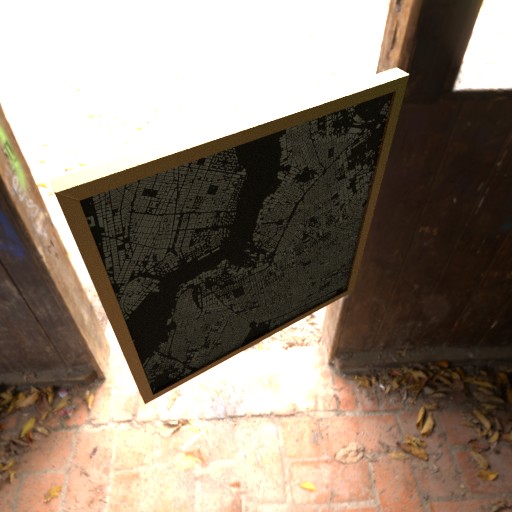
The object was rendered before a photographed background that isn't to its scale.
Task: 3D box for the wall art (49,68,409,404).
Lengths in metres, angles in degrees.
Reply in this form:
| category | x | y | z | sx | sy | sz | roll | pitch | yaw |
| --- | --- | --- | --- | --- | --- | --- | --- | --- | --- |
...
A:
| category | x | y | z | sx | sy | sz | roll | pitch | yaw |
| --- | --- | --- | --- | --- | --- | --- | --- | --- | --- |
| wall art | 0.000 | 0.000 | 2.827 | 1.926 | 1.926 | 0.099 | -25 | 52 | -21 |
